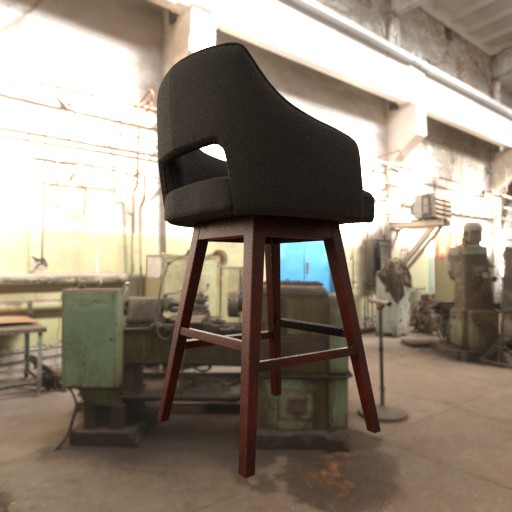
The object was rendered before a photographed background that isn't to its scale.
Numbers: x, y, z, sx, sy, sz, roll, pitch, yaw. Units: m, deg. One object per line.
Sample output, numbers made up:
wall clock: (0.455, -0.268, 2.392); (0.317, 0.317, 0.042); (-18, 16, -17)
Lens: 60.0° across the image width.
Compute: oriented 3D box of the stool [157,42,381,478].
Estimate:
stool: (0.000, 0.000, 1.316); (0.558, 1.012, 0.548); (1, -2, -37)
